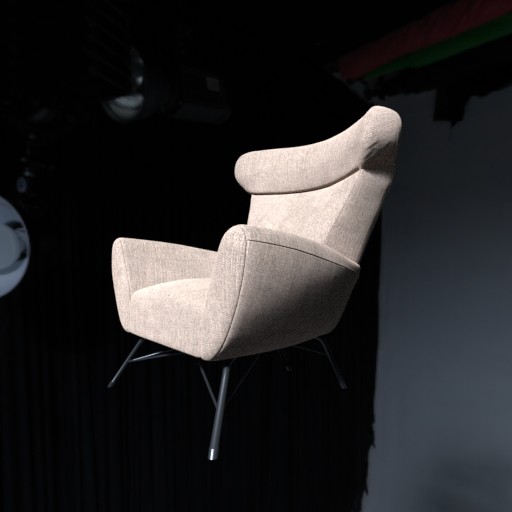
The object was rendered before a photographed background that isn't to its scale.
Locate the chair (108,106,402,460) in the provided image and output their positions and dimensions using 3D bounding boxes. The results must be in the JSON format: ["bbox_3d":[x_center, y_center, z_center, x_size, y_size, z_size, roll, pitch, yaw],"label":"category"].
[{"bbox_3d":[0.000,0.000,1.723,0.900,1.040,0.980,0,-1,-36],"label":"chair"}]
